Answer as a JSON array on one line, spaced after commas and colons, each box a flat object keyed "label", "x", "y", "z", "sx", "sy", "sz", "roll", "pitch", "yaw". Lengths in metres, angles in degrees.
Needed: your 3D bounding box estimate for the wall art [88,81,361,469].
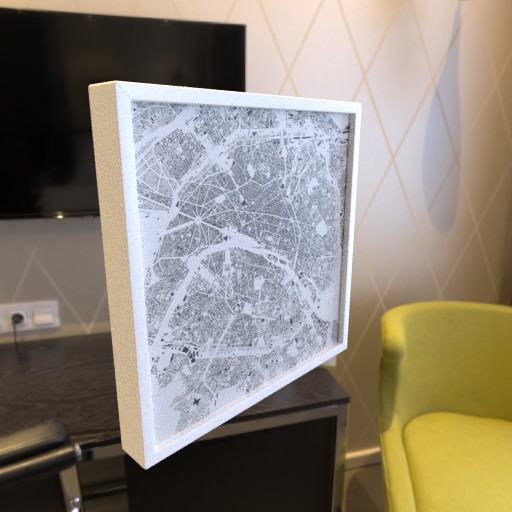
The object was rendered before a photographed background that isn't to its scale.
[{"label": "wall art", "x": 0.000, "y": 0.000, "z": 0.448, "sx": 0.038, "sy": 0.305, "sz": 0.305, "roll": 14, "pitch": 21, "yaw": 42}]
